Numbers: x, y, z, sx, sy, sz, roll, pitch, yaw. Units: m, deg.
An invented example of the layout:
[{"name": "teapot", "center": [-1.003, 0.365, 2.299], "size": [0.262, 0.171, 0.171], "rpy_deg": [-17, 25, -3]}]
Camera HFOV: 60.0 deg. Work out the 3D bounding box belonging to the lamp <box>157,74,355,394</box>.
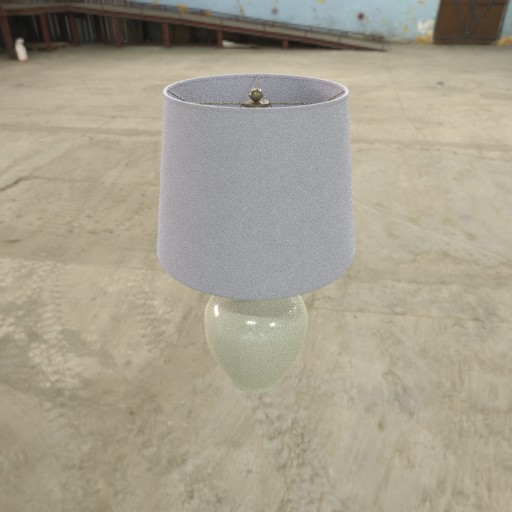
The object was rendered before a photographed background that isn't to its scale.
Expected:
[{"name": "lamp", "center": [0.000, 0.000, 0.555], "size": [0.239, 0.399, 0.239], "rpy_deg": [0, 31, 0]}]
